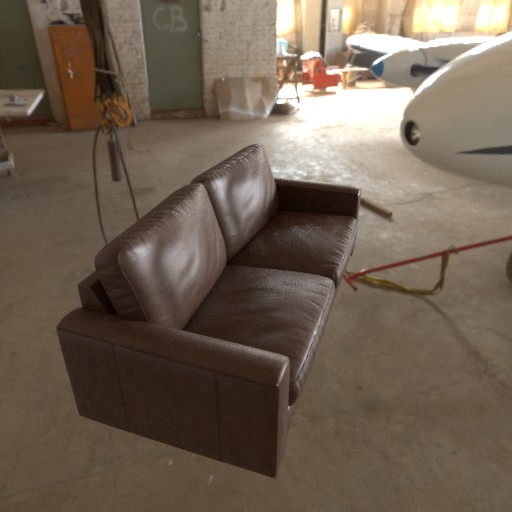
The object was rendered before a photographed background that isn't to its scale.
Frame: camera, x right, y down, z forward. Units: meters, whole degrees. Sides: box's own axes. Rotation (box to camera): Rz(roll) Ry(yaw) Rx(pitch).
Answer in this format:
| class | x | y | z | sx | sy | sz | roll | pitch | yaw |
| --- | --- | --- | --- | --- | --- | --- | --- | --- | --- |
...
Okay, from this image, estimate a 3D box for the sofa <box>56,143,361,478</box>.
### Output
| class | x | y | z | sx | sy | sz | roll | pitch | yaw |
| --- | --- | --- | --- | --- | --- | --- | --- | --- | --- |
| sofa | 0.000 | 0.000 | 2.654 | 1.016 | 0.873 | 2.179 | 10 | 30 | 17 |
